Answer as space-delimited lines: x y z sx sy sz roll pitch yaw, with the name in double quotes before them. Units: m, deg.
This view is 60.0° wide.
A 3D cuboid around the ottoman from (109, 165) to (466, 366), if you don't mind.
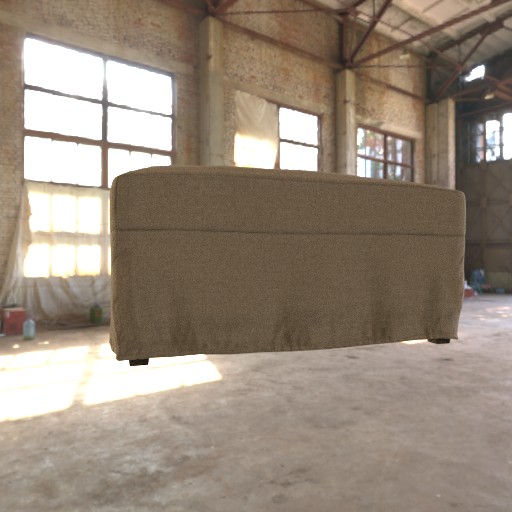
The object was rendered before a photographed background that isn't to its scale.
"ottoman" 0.000 0.000 1.341 0.843 0.436 0.840 0 0 -18
